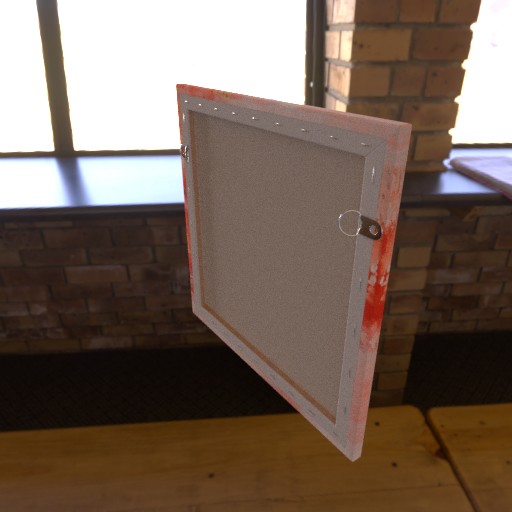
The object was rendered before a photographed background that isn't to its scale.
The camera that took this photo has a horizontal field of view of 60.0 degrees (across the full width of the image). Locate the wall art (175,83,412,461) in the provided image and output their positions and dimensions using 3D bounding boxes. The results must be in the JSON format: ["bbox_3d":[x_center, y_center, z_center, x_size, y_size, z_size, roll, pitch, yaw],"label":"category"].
[{"bbox_3d":[0.000,0.000,1.301,0.066,0.878,0.878,-18,32,-32],"label":"wall art"}]
